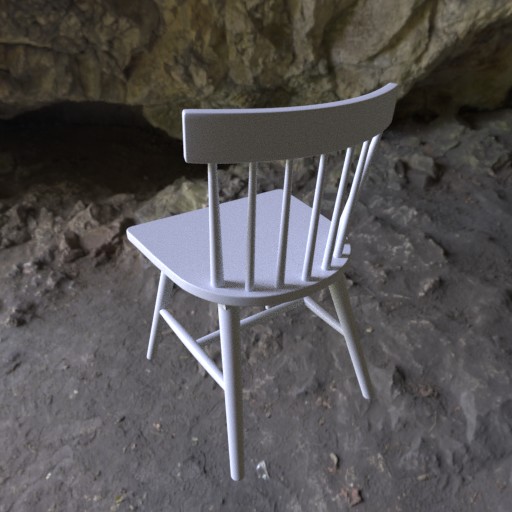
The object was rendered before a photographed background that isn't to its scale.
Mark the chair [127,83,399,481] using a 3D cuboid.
[{"bbox_3d":[0.000,0.000,1.074,0.483,0.787,0.500,-19,35,-29],"label":"chair"}]
